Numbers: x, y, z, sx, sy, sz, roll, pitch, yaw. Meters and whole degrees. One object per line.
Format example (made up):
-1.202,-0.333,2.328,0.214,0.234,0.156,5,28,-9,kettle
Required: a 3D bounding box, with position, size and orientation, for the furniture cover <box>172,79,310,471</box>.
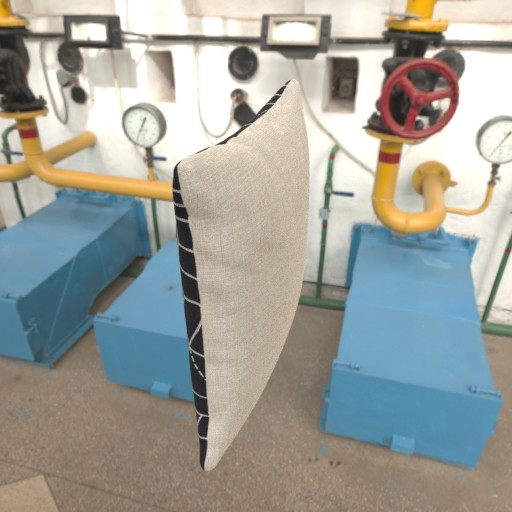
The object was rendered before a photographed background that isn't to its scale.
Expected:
0.000,0.000,0.778,0.158,0.508,0.517,9,32,14,furniture cover
